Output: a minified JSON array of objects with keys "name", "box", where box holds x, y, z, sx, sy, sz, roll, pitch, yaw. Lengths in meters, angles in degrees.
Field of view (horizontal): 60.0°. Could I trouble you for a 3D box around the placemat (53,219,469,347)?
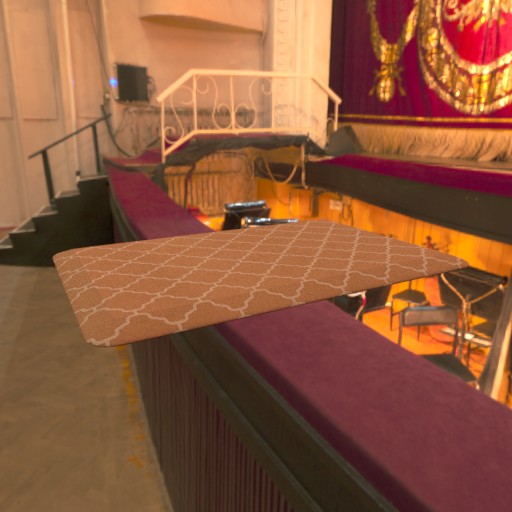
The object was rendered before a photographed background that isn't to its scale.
[{"name":"placemat","box":[0.000,0.000,0.948,0.762,0.021,0.508,-9,18,-28]}]
